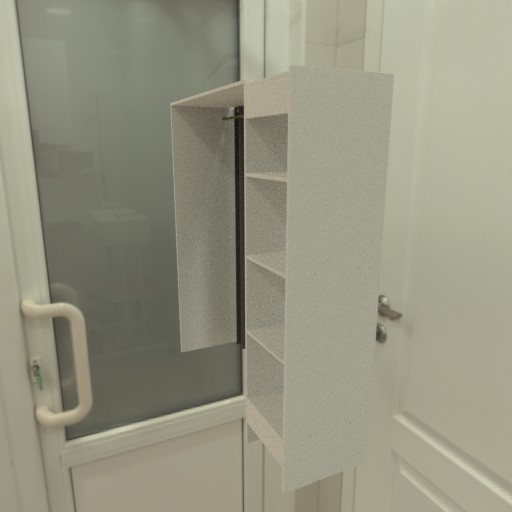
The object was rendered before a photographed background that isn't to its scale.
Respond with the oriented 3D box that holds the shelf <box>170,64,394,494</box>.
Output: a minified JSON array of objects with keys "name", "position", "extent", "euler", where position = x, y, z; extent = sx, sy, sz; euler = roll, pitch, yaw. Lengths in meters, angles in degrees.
[{"name":"shelf","position":[0.000,0.000,2.593],"extent":[0.500,1.810,1.600],"euler":[-7,15,-25]}]
